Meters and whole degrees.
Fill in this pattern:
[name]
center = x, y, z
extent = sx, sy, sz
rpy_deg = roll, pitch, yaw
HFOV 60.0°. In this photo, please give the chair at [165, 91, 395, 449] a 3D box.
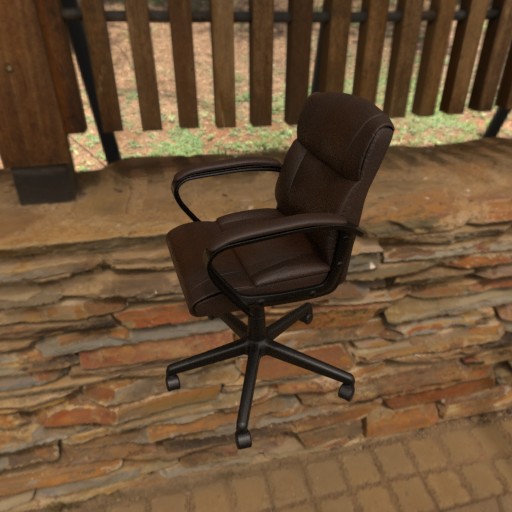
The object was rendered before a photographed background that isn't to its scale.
[chair]
center = 0.000, 0.000, 1.512
extent = 0.717, 1.004, 0.739
rpy_deg = -10, 32, -15
